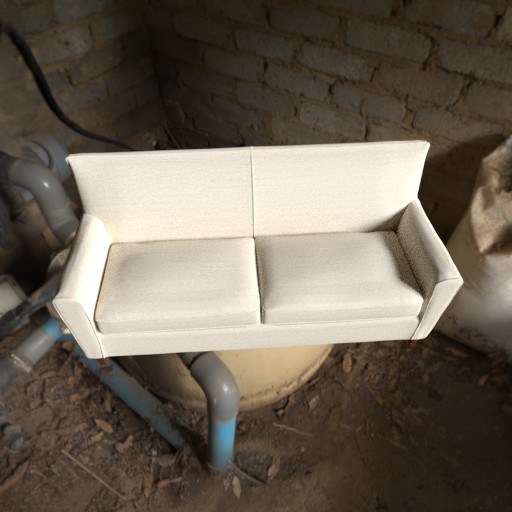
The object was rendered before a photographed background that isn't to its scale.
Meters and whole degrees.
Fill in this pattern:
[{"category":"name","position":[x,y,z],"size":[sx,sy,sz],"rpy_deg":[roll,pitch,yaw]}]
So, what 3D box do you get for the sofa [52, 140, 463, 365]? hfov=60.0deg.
[{"category":"sofa","position":[0.000,0.000,2.482],"size":[2.001,0.907,0.841],"rpy_deg":[-3,46,-3]}]
